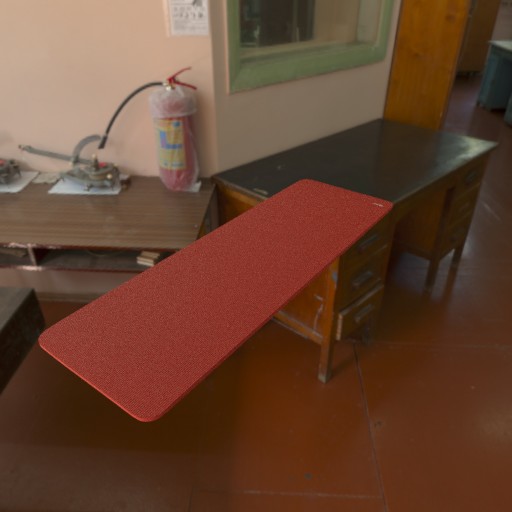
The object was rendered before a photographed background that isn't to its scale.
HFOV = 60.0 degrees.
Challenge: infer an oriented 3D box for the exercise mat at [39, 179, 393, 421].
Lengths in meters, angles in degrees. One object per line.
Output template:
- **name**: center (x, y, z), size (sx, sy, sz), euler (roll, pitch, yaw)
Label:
- **exercise mat**: center (0.000, 0.000, 2.075), size (0.616, 0.021, 1.869), euler (22, 39, 31)
